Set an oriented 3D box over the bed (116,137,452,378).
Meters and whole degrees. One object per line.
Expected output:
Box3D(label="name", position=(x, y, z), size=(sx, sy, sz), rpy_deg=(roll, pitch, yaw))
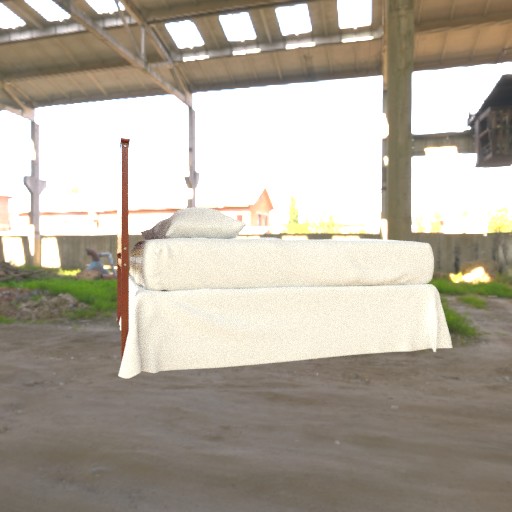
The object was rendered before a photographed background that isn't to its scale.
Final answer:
Box3D(label="bed", position=(0.000, 0.000, 3.686), size=(2.219, 1.271, 2.314), rpy_deg=(0, 0, -18))
